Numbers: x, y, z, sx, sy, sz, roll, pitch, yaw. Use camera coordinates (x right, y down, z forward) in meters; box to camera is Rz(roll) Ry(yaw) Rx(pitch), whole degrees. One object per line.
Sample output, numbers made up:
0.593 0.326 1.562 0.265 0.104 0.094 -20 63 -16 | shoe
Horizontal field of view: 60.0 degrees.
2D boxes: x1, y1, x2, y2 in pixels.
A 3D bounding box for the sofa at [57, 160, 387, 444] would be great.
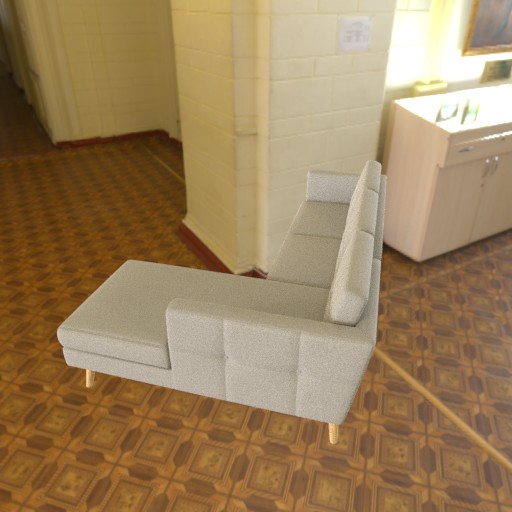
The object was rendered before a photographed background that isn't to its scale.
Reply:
0.000 0.000 2.880 1.530 0.860 2.040 8 31 13 | sofa
